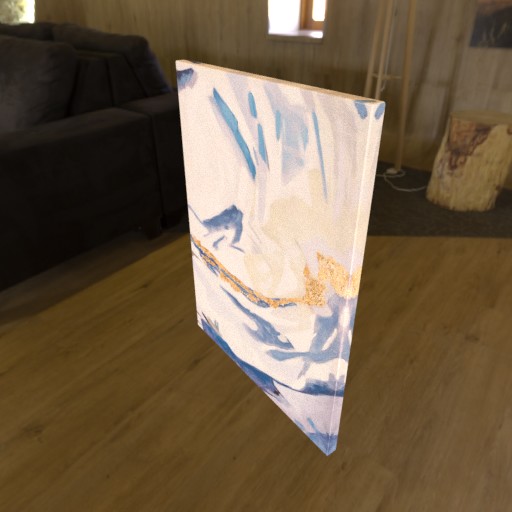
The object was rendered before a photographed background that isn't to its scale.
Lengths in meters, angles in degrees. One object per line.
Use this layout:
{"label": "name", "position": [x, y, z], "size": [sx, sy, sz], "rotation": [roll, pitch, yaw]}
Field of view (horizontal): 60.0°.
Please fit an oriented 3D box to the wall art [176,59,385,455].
{"label": "wall art", "position": [0.000, 0.000, 1.334], "size": [0.038, 1.015, 0.761], "rotation": [-21, 36, -31]}
